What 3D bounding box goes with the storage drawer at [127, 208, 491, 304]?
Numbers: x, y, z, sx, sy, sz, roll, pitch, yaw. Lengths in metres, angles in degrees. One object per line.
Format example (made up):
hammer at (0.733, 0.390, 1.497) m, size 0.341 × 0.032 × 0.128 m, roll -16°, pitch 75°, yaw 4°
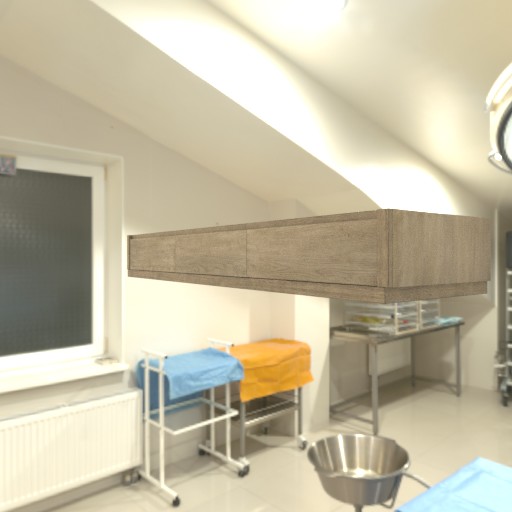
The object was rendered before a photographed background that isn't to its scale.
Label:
storage drawer at (0.000, 0.000, 2.268) m, size 0.591 × 0.274 × 2.072 m, roll 0°, pitch 0°, yaw -36°
